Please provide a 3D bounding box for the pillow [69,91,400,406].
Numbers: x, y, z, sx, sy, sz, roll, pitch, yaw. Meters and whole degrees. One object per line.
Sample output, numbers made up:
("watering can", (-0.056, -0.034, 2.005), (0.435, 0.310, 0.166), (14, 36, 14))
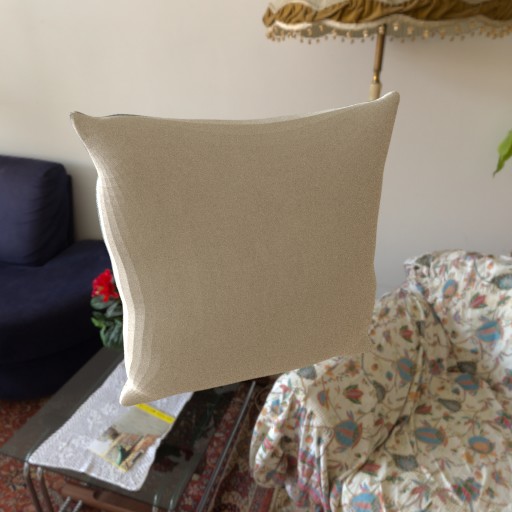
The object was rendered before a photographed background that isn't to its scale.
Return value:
("pillow", (0.000, 0.000, 0.647), (0.440, 0.441, 0.182), (-9, 28, -17))
